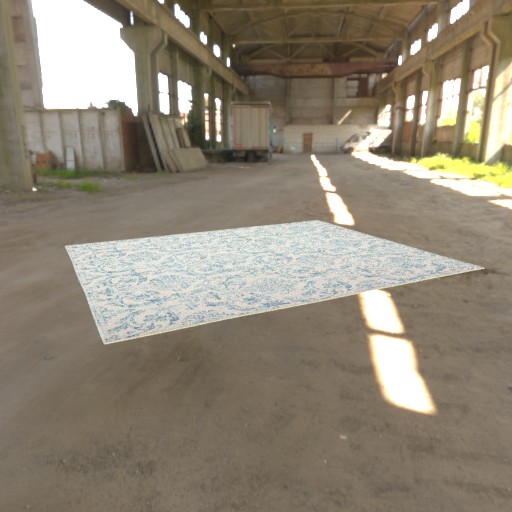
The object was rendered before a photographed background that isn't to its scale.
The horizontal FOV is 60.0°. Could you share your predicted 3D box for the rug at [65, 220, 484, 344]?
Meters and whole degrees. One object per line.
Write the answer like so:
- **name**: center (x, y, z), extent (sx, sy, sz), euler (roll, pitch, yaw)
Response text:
- **rug**: center (0.000, 0.000, 3.968), extent (2.980, 0.012, 2.363), euler (-8, 17, -26)
